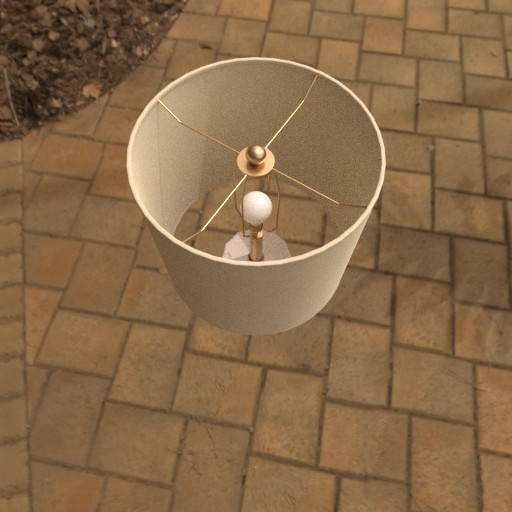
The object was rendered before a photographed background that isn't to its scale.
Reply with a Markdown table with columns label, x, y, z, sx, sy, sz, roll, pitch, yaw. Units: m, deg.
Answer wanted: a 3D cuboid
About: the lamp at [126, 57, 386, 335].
| label | x | y | z | sx | sy | sz | roll | pitch | yaw |
| --- | --- | --- | --- | --- | --- | --- | --- | --- | --- |
| lamp | 0.000 | 0.000 | 0.718 | 0.277 | 0.537 | 0.277 | -17 | 66 | -8 |
